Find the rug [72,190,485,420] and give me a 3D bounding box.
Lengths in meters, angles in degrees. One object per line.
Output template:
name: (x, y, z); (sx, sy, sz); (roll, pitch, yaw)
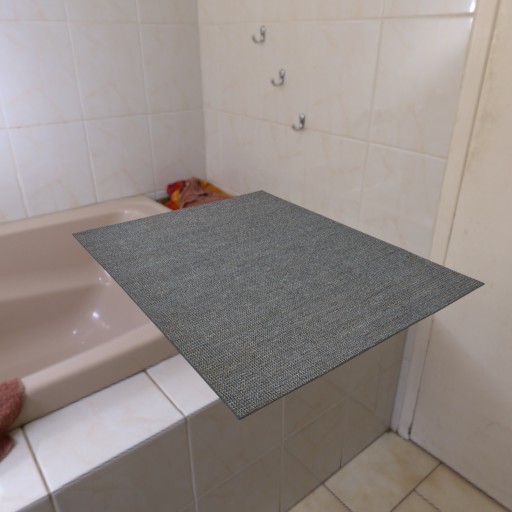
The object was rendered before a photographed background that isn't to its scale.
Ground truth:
rug: (0.000, 0.000, 4.099); (2.456, 0.021, 3.068); (-18, 32, -32)
